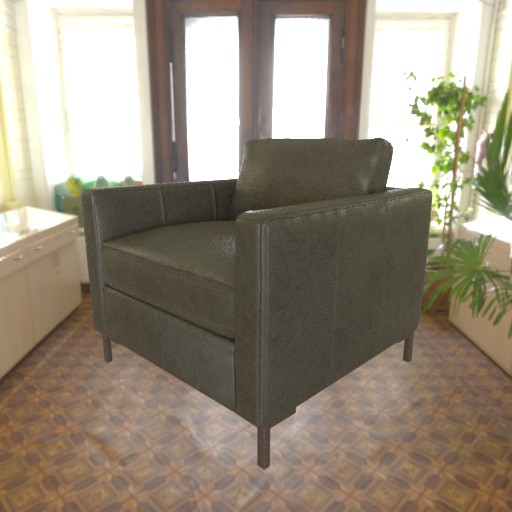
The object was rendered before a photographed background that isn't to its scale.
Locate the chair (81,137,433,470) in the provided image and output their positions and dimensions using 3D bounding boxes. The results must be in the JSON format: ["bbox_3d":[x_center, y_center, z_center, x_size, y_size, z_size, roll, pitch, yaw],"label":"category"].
[{"bbox_3d":[0.000,0.000,1.508,0.967,0.824,0.861,13,19,43],"label":"chair"}]
